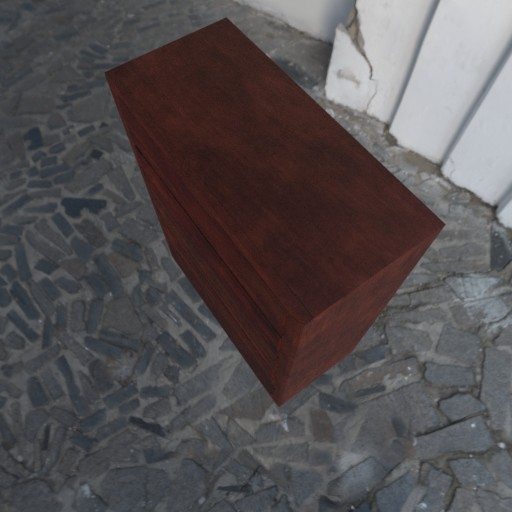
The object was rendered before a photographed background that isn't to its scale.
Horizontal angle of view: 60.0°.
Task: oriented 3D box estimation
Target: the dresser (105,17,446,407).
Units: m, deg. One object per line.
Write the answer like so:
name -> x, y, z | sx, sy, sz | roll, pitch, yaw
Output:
dresser -> 0.000, 0.000, 2.011 | 0.506, 1.514, 1.072 | -32, 67, -15
